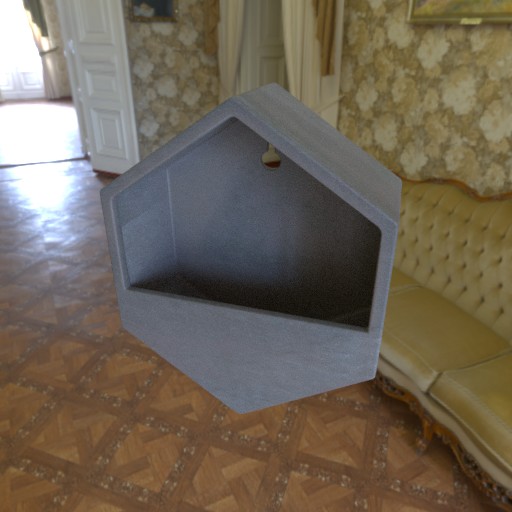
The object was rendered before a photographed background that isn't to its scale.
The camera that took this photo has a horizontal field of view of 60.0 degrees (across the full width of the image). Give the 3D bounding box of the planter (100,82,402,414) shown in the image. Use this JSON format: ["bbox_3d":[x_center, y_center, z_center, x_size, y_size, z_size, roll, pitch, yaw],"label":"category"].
[{"bbox_3d":[0.000,0.000,0.291,0.169,0.206,0.077,8,28,16],"label":"planter"}]
